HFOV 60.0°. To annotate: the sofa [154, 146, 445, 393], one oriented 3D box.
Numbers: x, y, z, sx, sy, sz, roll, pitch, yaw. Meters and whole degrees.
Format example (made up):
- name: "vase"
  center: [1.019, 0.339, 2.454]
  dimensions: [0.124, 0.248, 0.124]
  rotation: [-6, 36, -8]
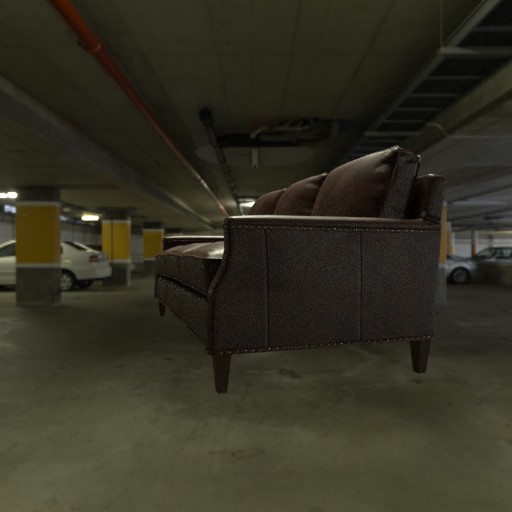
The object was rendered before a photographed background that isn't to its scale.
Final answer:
- name: "sofa"
  center: [0.000, 0.000, 2.804]
  dimensions: [1.084, 1.003, 2.240]
  rotation: [0, 0, -18]
